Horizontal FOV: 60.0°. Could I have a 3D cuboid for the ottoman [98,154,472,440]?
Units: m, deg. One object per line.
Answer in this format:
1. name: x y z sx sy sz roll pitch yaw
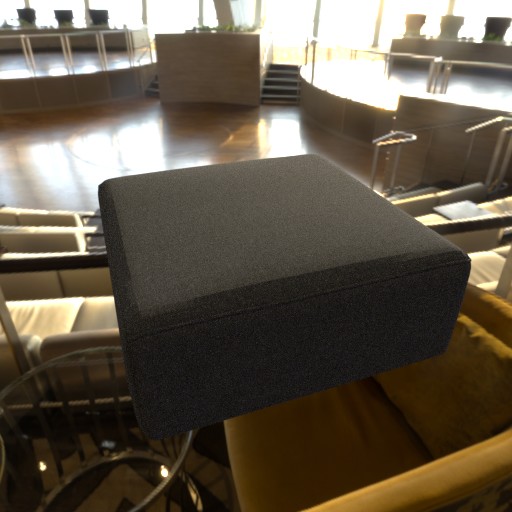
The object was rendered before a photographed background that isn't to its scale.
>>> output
1. ottoman: 0.000 0.000 1.589 1.000 0.439 1.000 -11 33 -17
